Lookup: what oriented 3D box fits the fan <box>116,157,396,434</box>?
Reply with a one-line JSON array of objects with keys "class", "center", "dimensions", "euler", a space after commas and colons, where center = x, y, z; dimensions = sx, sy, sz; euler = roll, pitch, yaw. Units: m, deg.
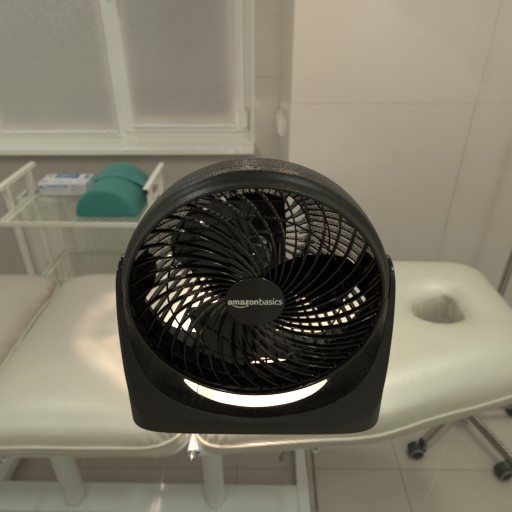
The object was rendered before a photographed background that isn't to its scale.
[{"class": "fan", "center": [0.000, 0.000, 0.494], "dimensions": [0.273, 0.277, 0.256], "euler": [0, 31, 0]}]
